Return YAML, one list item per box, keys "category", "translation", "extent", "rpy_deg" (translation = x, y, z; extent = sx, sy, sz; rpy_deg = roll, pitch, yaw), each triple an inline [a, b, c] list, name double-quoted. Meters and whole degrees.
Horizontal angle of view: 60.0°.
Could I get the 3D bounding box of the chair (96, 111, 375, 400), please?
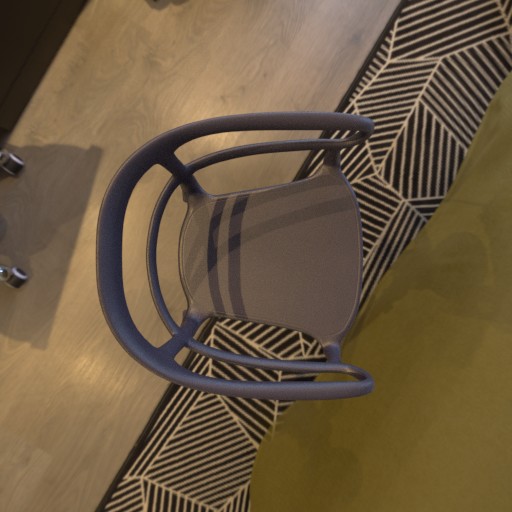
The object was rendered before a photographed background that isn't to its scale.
- category: "chair"
  translation: [0.000, 0.000, 1.118]
  extent: [0.527, 0.761, 0.559]
  rpy_deg: [0, 90, 1]
